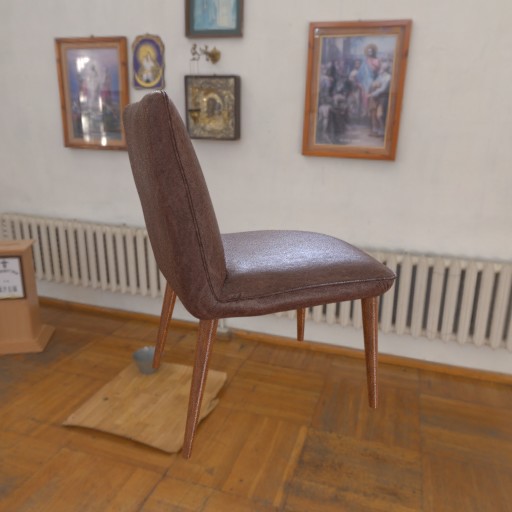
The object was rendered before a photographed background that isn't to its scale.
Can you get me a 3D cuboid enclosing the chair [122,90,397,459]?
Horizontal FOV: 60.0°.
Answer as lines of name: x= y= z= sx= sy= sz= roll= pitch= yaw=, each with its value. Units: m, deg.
chair: x=0.000 y=0.000 z=1.213 sx=0.645 sy=0.803 sz=0.543 roll=-7 pitch=17 yaw=-25
